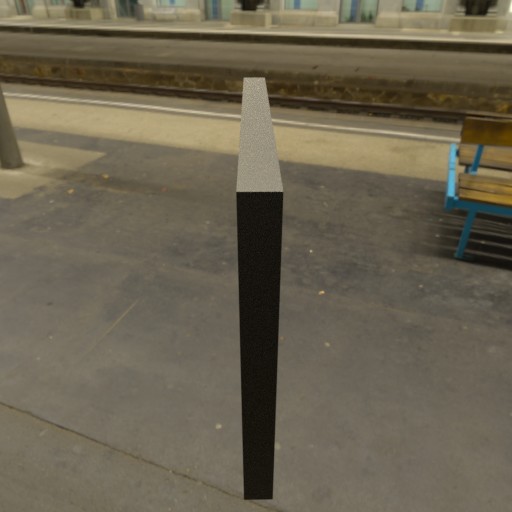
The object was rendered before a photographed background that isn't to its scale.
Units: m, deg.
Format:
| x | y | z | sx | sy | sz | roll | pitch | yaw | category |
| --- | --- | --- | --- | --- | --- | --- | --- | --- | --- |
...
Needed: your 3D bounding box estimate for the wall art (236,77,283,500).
| x | y | z | sx | sy | sz | roll | pitch | yaw | category |
| --- | --- | --- | --- | --- | --- | --- | --- | --- | --- |
| 0.000 | 0.000 | 0.508 | 0.028 | 0.321 | 0.381 | 0 | 31 | -1 | wall art |
